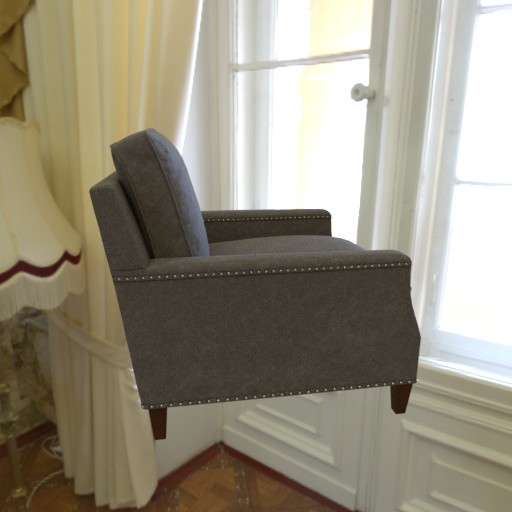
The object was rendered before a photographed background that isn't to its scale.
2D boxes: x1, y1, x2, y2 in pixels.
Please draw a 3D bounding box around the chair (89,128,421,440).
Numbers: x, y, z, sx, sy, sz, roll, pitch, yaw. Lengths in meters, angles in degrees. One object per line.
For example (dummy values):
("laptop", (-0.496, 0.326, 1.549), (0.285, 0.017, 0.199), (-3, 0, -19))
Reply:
("chair", (0.000, 0.000, 1.709), (1.014, 0.948, 0.853), (-3, 16, -9))
